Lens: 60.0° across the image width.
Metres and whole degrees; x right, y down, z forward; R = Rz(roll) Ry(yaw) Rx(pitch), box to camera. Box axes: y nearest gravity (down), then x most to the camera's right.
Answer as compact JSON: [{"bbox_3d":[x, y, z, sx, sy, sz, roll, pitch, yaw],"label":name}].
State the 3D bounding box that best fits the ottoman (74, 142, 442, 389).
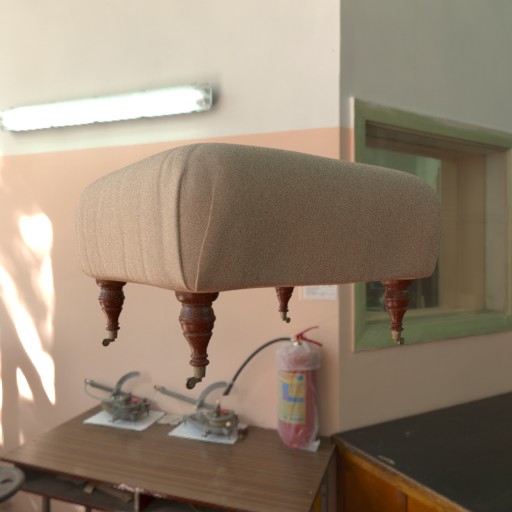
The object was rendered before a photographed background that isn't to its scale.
[{"bbox_3d":[0.000,0.000,1.115,0.746,0.450,0.639,0,1,-37],"label":"ottoman"}]
